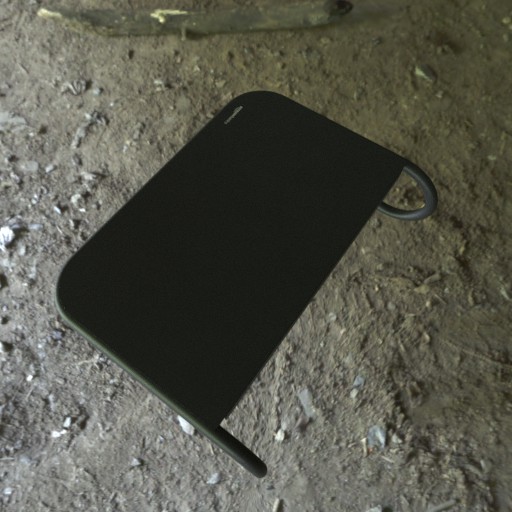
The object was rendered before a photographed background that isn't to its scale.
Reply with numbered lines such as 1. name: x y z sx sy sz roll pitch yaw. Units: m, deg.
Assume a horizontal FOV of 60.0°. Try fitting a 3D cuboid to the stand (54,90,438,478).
1. stand: 0.000 0.000 0.511 0.280 0.108 0.370 33 68 15
